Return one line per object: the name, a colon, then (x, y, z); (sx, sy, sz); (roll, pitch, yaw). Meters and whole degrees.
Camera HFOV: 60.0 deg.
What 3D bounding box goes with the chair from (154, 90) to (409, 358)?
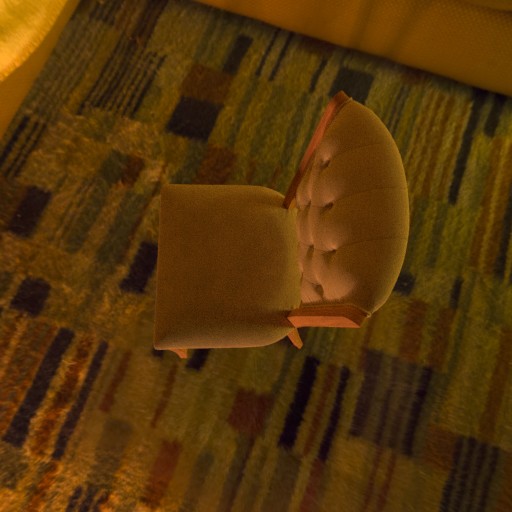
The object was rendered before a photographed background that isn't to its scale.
chair: (0.000, 0.000, 1.262); (0.584, 0.905, 0.513); (-1, 74, 0)
